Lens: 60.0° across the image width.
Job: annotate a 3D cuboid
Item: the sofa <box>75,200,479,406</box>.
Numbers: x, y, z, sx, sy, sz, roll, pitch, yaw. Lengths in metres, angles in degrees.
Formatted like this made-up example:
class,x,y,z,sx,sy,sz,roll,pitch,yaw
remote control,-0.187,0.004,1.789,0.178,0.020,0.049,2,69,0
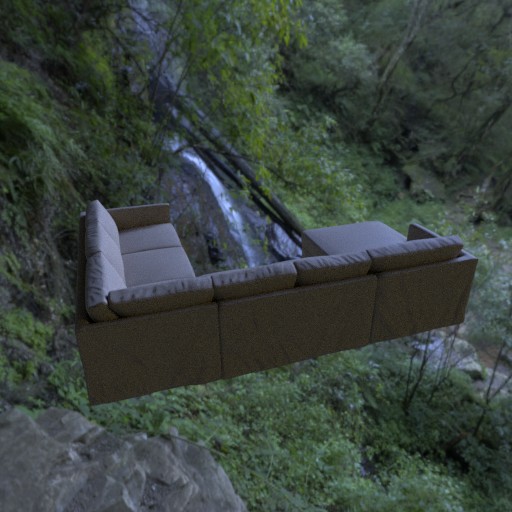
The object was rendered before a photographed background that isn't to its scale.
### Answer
class,x,y,z,sx,sy,sz,roll,pitch,yaw
sofa,0.000,0.000,4.660,3.528,0.878,2.476,-9,28,-17
